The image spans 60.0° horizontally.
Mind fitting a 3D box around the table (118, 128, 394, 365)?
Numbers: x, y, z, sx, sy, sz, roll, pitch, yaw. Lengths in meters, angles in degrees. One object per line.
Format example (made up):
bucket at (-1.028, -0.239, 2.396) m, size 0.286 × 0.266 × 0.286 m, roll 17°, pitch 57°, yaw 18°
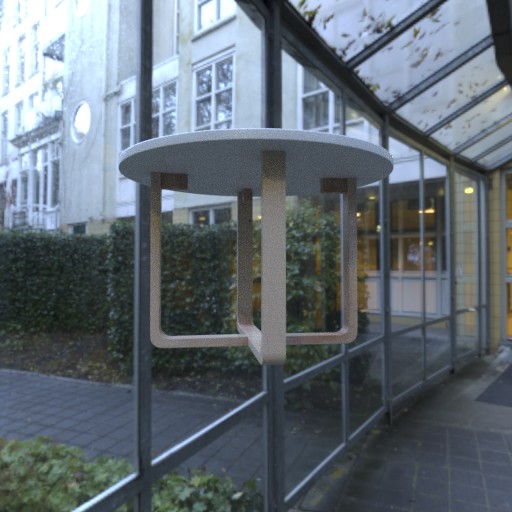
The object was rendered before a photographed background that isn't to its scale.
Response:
table at (0.000, 0.000, 1.008) m, size 0.600 × 0.400 × 0.600 m, roll 0°, pitch -1°, yaw 0°
